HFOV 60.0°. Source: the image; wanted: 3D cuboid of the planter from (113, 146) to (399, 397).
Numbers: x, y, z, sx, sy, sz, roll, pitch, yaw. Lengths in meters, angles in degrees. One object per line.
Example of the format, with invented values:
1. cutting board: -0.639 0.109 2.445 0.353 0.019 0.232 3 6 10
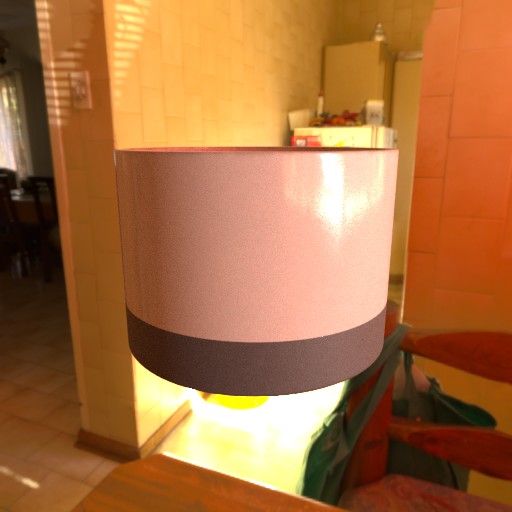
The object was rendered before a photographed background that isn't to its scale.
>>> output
1. planter: 0.000 0.000 0.222 0.128 0.105 0.128 0 15 0
